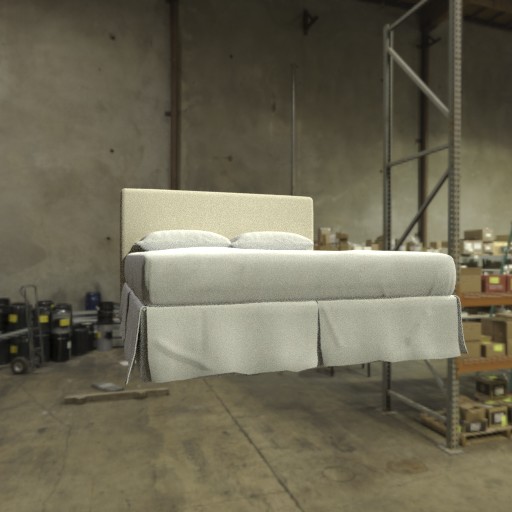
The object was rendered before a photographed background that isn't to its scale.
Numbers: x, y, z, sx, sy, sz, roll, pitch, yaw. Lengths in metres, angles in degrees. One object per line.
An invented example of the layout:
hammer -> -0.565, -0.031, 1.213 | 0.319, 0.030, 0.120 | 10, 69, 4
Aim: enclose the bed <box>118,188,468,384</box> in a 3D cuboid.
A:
bed -> 0.000, 0.000, 3.568 | 2.119, 1.317, 2.341 | 0, 0, -19
